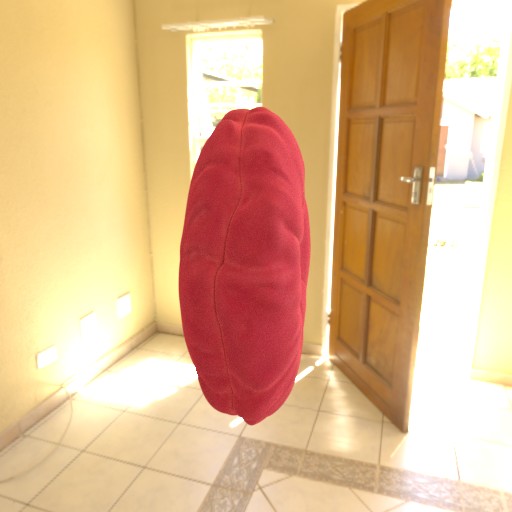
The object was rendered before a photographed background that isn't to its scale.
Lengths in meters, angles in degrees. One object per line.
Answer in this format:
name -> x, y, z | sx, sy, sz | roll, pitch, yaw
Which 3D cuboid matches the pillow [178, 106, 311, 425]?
pillow -> 0.000, 0.000, 0.637 | 0.148, 0.407, 0.428 | 2, 15, 9
